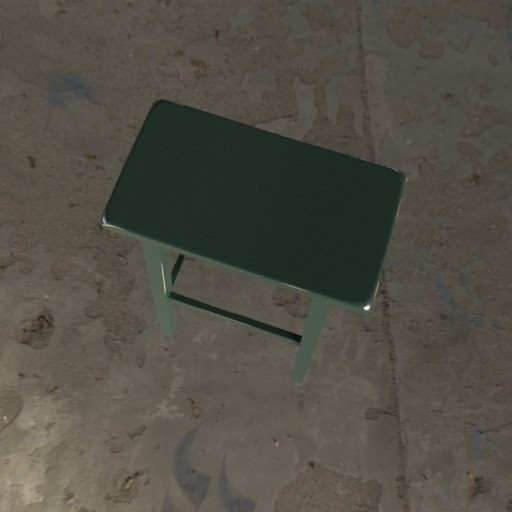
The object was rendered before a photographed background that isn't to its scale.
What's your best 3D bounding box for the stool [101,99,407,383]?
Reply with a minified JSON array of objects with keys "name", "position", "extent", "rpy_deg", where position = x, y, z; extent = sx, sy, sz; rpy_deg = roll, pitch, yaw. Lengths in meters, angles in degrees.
[{"name":"stool","position":[0.000,0.000,1.061],"extent":[0.457,0.737,0.476],"rpy_deg":[18,76,5]}]
